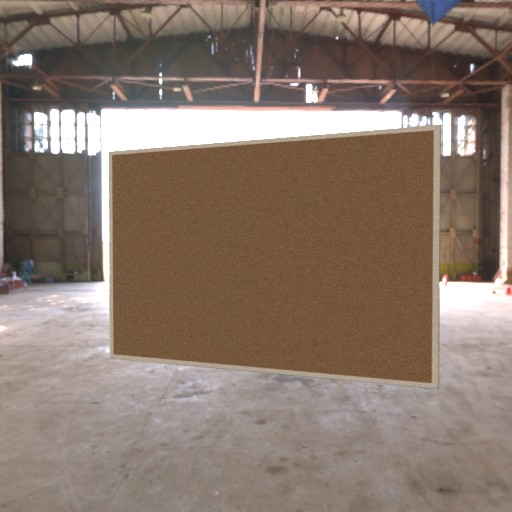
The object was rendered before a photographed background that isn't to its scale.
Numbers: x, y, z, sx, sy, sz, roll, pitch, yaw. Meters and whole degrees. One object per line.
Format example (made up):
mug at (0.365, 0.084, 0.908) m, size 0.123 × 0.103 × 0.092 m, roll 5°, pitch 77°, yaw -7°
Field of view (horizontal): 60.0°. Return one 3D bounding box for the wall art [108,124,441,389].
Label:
wall art at (0.000, 0.000, 1.481) m, size 1.136 × 0.769 × 0.040 m, roll 0°, pitch 1°, yaw 18°
